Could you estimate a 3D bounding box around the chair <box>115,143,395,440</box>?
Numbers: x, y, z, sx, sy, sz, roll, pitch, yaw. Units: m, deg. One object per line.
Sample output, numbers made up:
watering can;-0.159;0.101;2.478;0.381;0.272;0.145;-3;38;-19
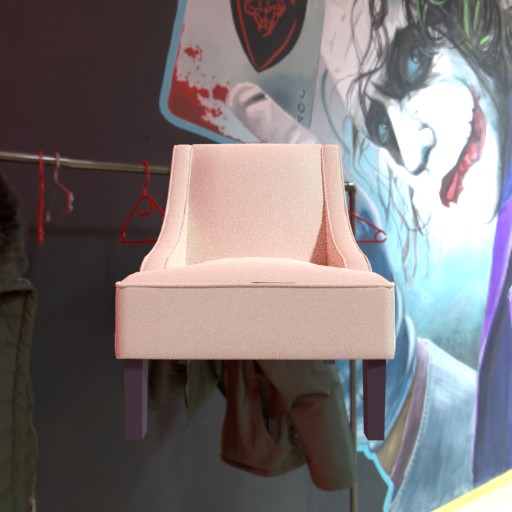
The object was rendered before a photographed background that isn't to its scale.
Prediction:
chair;0.000;0.000;1.444;0.689;0.886;0.806;0;1;0
